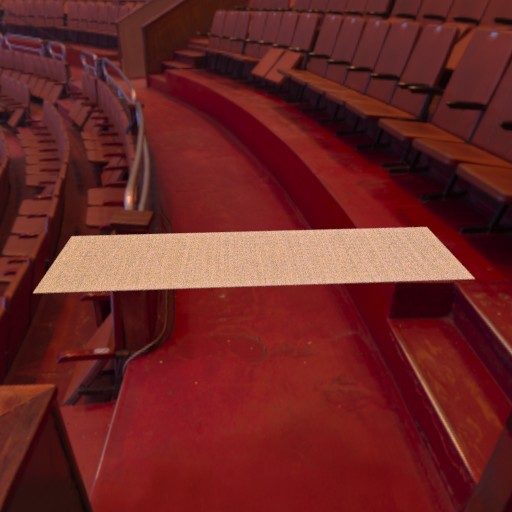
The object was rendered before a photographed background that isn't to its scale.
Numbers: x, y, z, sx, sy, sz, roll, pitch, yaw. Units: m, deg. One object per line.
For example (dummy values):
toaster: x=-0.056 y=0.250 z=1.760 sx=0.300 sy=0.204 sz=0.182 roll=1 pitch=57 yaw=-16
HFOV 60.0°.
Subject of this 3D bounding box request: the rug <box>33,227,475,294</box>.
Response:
rug: x=0.000 y=0.000 z=2.741 sx=2.437 sy=0.006 sz=0.686 roll=-2 pitch=29 yaw=-3
